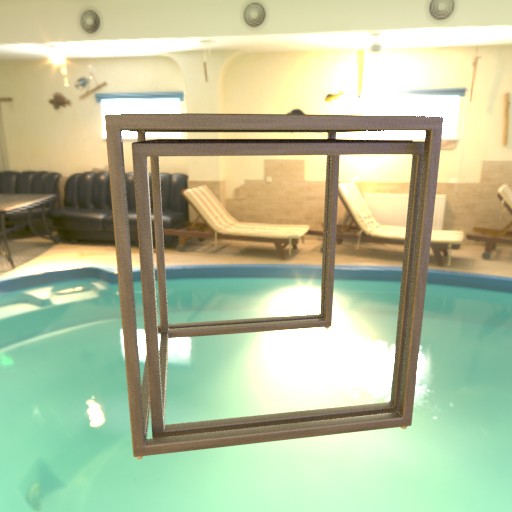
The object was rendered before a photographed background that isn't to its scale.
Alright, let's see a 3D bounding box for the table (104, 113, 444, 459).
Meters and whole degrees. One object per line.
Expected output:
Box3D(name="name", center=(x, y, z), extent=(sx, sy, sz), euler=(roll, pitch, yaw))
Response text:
Box3D(name="table", center=(0.000, 0.000, 0.850), extent=(0.449, 0.500, 0.450), euler=(-3, 15, -9))
